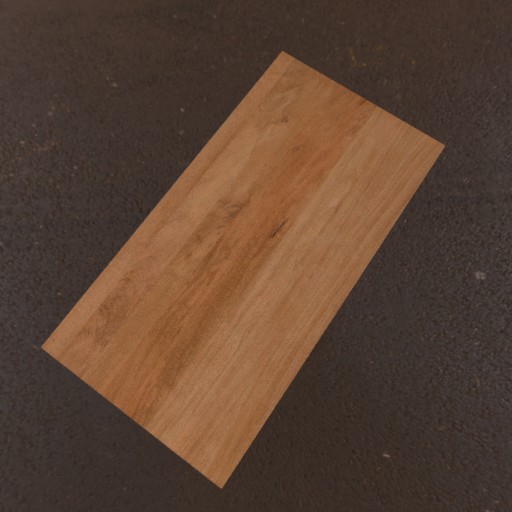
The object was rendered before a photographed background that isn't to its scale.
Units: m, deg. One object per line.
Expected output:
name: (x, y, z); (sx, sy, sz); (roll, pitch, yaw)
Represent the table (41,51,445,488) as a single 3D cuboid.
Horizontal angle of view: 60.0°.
table: (0.000, 0.000, 1.671); (0.699, 0.400, 1.348); (34, 77, 9)
